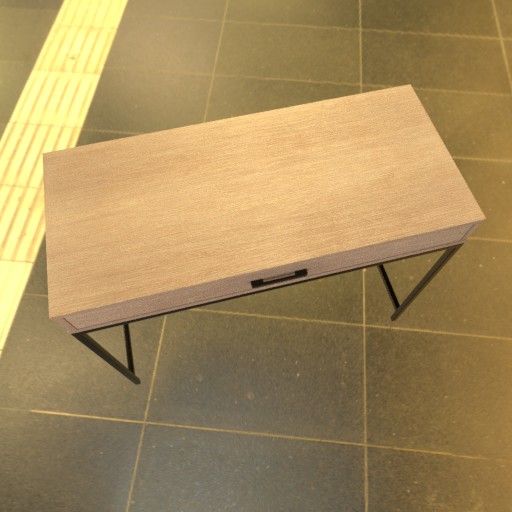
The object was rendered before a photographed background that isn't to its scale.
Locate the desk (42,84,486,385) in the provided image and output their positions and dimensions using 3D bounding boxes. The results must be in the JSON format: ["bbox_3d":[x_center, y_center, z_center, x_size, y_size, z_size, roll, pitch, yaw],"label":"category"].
[{"bbox_3d":[0.000,0.000,1.433,1.016,0.762,0.470,-13,64,-6],"label":"desk"}]
